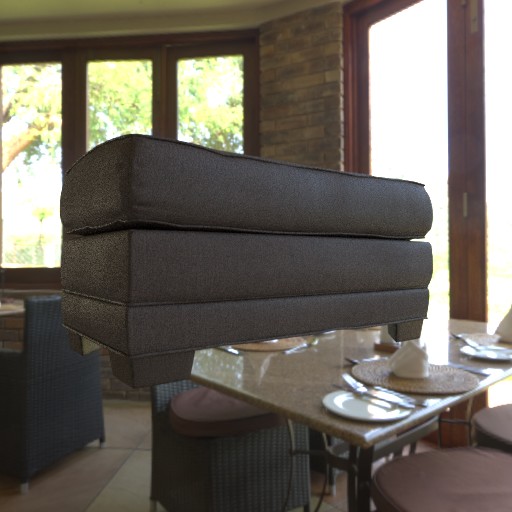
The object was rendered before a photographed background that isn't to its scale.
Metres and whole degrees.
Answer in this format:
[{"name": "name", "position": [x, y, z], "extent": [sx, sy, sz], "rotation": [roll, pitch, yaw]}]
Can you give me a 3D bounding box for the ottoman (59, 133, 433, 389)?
[{"name": "ottoman", "position": [0.000, 0.000, 1.135], "extent": [0.864, 0.448, 0.490], "rotation": [0, -1, -36]}]
